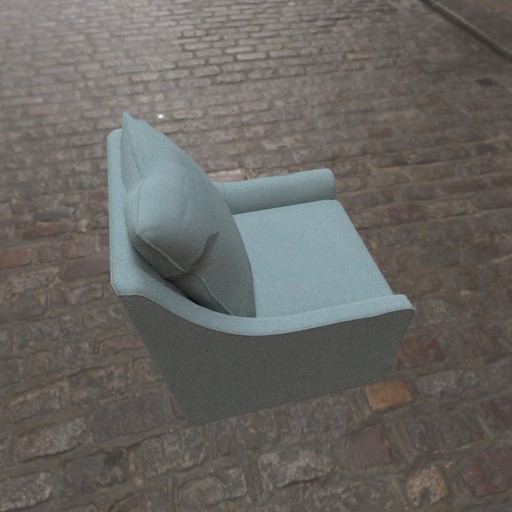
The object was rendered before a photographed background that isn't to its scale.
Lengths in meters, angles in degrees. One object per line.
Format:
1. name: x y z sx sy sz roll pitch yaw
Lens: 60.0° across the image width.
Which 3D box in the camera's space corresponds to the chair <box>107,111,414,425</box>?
1. chair: 0.000 0.000 1.597 0.870 0.926 0.760 -10 47 -9
